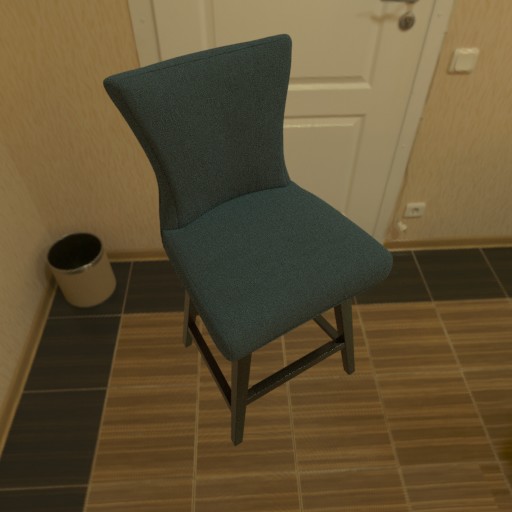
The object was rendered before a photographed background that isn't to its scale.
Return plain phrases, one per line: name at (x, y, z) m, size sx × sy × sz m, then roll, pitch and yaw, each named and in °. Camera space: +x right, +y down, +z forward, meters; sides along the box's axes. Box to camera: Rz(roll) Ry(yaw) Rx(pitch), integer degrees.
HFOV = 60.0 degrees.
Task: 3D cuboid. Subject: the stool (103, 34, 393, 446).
stool at (0.000, 0.000, 1.291) m, size 0.514 × 1.000 × 0.574 m, roll -24°, pitch 51°, yaw -21°
